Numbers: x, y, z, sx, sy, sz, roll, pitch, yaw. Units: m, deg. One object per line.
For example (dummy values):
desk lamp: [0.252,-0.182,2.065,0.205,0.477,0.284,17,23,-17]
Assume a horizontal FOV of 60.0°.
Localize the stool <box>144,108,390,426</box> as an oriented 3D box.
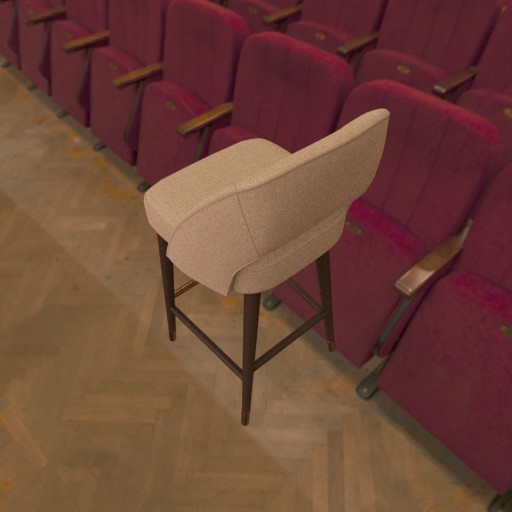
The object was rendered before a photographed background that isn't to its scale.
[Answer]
stool: [0.000,0.000,1.295,0.494,1.037,0.509,-33,55,-26]
